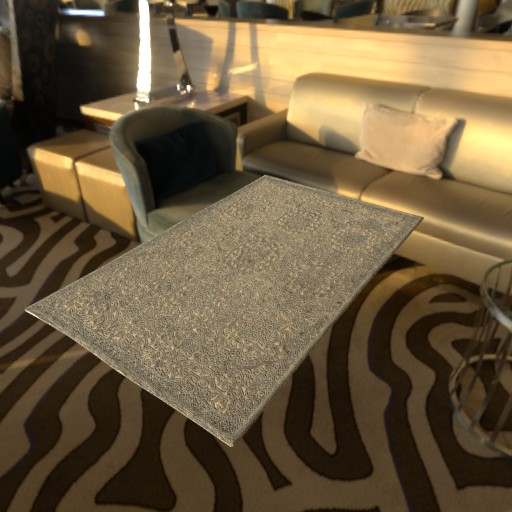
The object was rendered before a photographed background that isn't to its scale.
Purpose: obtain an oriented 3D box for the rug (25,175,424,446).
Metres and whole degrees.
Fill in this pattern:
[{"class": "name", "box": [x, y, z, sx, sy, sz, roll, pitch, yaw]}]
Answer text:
[{"class": "rug", "box": [0.000, 0.000, 3.053, 1.535, 0.022, 2.498, 21, 38, 29]}]
